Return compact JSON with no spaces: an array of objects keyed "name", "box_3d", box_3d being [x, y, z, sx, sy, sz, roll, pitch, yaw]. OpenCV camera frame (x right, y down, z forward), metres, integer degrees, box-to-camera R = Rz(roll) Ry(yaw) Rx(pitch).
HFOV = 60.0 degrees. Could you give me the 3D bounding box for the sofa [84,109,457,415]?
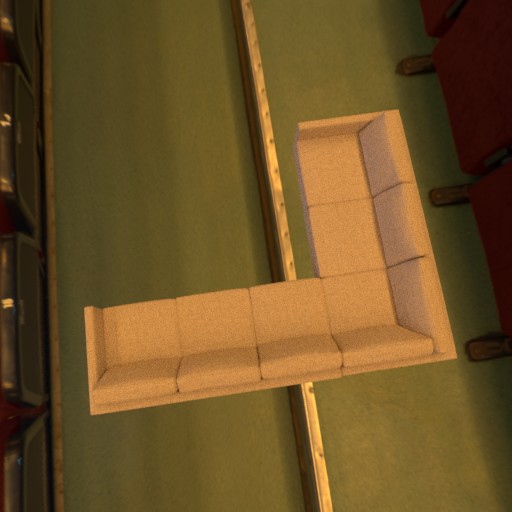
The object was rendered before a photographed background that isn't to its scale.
[{"name":"sofa","box_3d":[0.000,0.000,4.265,3.182,0.863,2.432,-8,77,-2]}]
